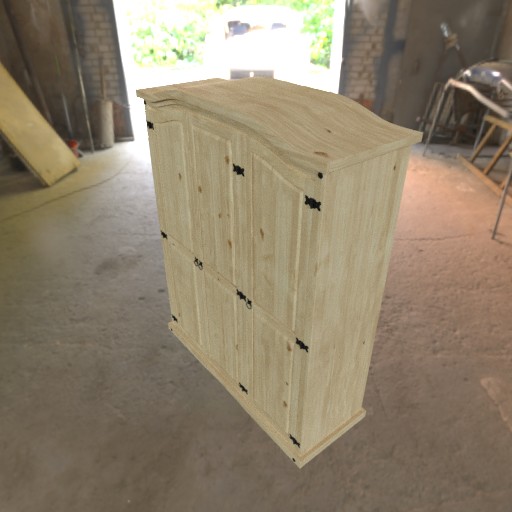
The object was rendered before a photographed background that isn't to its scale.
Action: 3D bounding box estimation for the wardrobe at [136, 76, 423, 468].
[{"bbox_3d":[0.000,0.000,2.635,0.570,1.870,1.500,-23,39,-32],"label":"wardrobe"}]
